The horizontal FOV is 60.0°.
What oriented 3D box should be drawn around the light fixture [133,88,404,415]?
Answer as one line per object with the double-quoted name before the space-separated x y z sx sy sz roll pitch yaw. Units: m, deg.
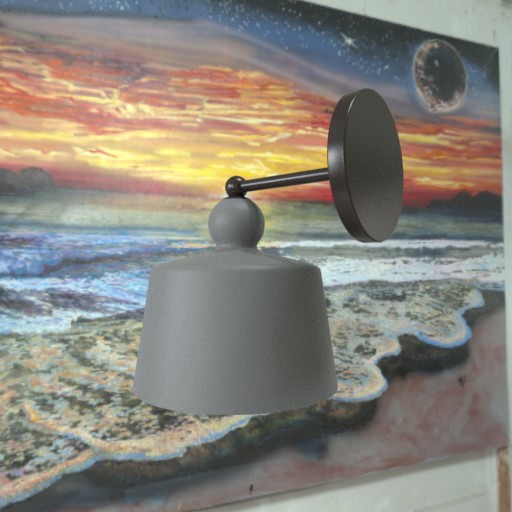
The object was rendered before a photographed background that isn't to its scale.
"light fixture" 0.000 0.000 0.441 0.254 0.268 0.204 -1 -2 37
